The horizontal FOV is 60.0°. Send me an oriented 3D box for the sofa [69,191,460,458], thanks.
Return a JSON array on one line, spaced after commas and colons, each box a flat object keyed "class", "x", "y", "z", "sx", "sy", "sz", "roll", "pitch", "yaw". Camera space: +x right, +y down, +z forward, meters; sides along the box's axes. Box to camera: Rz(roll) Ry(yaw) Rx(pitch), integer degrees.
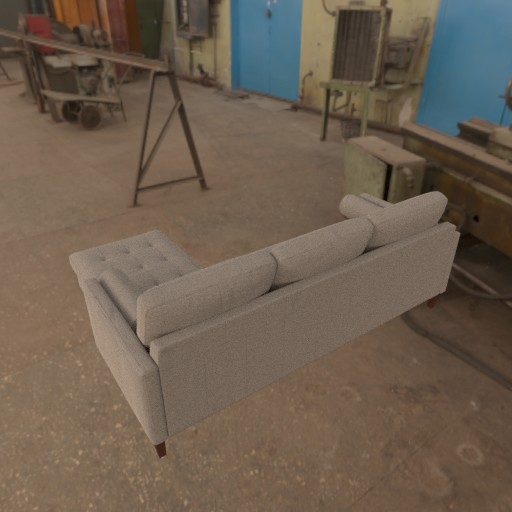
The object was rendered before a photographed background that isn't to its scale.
[{"class": "sofa", "x": 0.000, "y": 0.000, "z": 2.919, "sx": 2.178, "sy": 0.875, "sz": 1.506, "roll": -19, "pitch": 35, "yaw": -30}]
